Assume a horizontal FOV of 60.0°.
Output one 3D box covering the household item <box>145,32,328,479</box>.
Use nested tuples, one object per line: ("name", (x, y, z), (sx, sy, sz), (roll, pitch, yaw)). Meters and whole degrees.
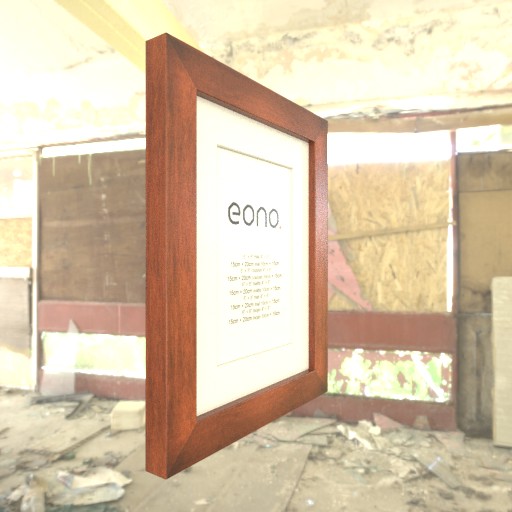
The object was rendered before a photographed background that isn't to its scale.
("household item", (0.000, 0.000, 0.335), (0.020, 0.250, 0.200), (0, 0, 36))
